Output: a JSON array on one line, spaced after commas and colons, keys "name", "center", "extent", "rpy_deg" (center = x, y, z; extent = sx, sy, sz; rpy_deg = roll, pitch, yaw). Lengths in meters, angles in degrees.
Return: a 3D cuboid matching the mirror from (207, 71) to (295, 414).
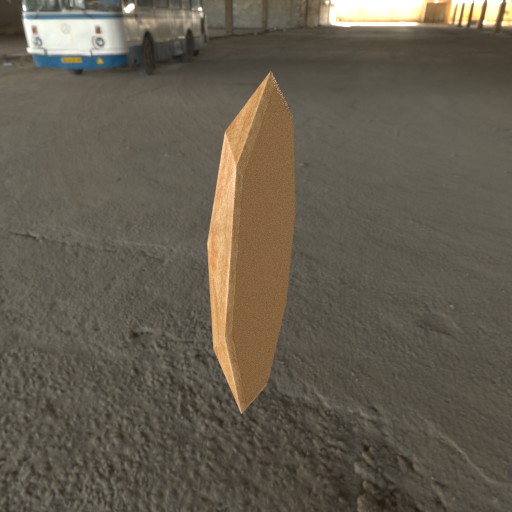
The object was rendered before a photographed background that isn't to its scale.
[{"name": "mirror", "center": [0.000, 0.000, 0.996], "extent": [0.070, 0.774, 0.577], "rpy_deg": [8, 30, 14]}]
